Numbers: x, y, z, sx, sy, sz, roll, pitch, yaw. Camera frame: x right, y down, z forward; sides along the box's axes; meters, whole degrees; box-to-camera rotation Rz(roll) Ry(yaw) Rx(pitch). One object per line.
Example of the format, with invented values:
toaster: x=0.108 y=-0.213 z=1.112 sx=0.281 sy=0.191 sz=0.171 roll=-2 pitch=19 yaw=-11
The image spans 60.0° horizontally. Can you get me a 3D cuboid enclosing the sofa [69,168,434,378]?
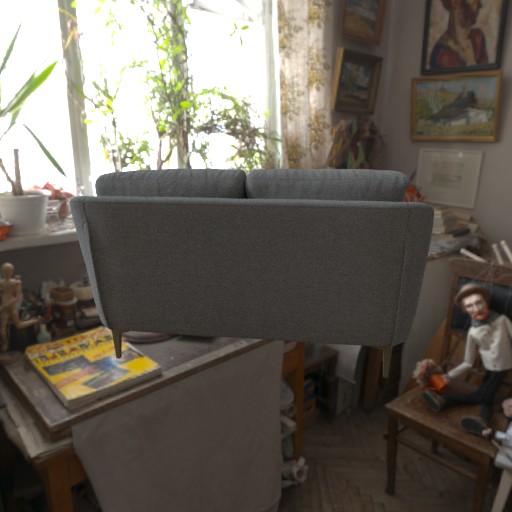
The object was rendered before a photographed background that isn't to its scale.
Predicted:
sofa: x=0.000 y=0.000 z=2.233 sx=1.619 sy=0.904 sz=0.960 roll=2 pitch=15 yaw=8
